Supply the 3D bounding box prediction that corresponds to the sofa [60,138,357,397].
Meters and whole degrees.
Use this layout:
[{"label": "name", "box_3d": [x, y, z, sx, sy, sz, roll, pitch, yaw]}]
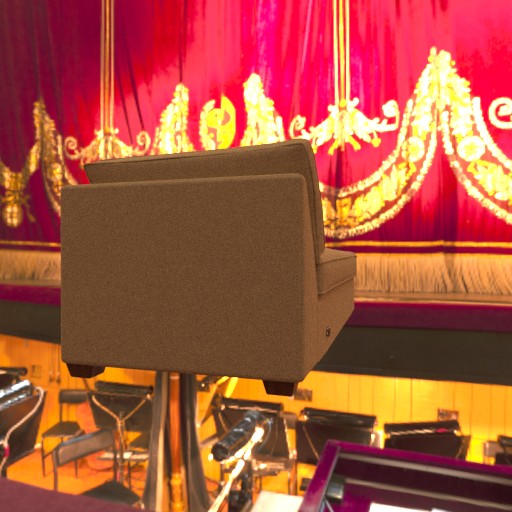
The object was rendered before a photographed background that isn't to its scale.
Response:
[{"label": "sofa", "box_3d": [0.000, 0.000, 2.802, 1.110, 1.033, 2.237, 0, 1, 17]}]
